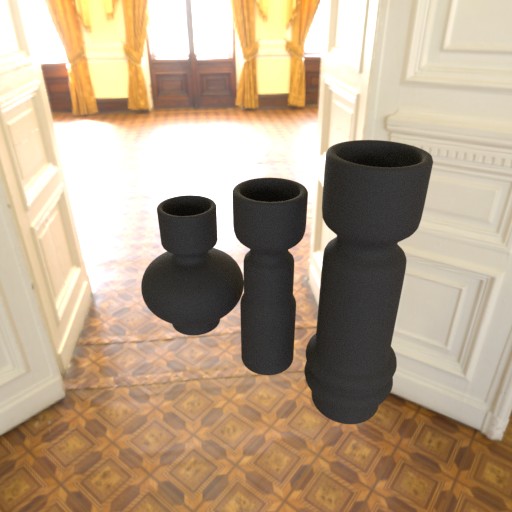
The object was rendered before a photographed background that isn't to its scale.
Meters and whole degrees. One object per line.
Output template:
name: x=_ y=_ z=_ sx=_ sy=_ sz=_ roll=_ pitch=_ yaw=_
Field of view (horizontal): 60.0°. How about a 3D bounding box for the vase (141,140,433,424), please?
vase: x=0.000 y=0.000 z=0.440 sx=0.307 sy=0.249 sz=0.120 roll=21 pitch=36 yaw=32
